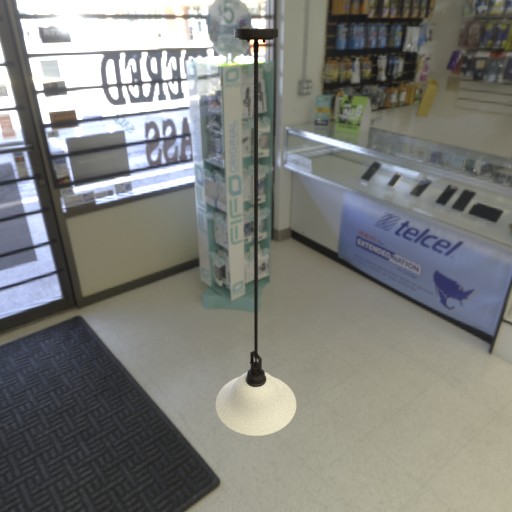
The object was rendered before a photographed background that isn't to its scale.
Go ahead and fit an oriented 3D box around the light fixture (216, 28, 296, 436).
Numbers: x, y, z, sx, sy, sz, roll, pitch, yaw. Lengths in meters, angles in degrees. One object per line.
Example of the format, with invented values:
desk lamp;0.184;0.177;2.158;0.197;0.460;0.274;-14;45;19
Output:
light fixture;0.000;0.000;1.466;0.324;1.337;0.324;-18;33;-30
